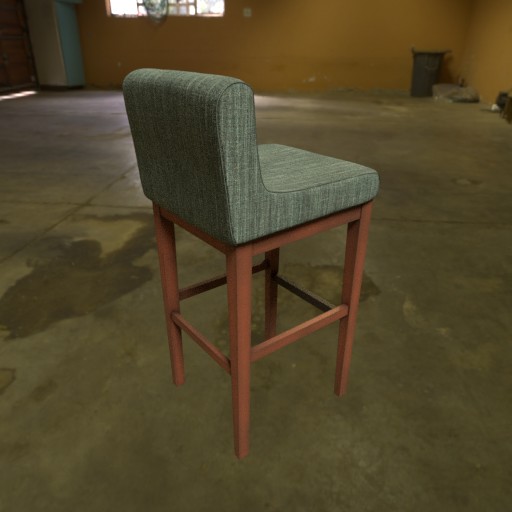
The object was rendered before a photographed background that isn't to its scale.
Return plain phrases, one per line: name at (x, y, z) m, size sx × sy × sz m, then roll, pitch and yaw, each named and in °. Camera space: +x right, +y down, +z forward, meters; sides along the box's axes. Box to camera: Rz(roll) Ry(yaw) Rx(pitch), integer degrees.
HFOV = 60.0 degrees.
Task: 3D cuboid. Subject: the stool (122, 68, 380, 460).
stool at (0.000, 0.000, 1.234) m, size 0.499 × 0.965 × 0.426 m, roll -18°, pitch 31°, yaw -33°
